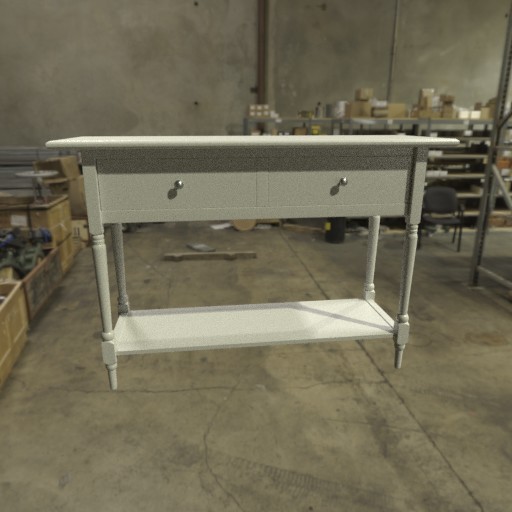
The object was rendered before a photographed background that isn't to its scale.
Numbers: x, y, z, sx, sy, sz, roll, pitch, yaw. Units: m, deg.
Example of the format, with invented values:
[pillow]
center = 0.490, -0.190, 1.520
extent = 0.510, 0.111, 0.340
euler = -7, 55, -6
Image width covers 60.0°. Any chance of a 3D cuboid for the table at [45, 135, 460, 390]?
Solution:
[table]
center = 0.000, 0.000, 1.566
extent = 1.197, 0.808, 0.384
euler = -2, 17, -7
